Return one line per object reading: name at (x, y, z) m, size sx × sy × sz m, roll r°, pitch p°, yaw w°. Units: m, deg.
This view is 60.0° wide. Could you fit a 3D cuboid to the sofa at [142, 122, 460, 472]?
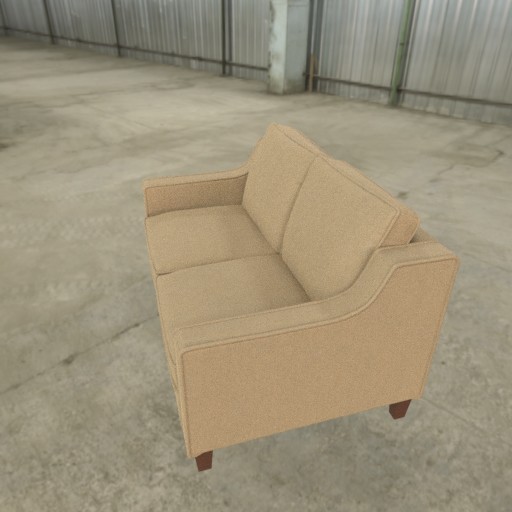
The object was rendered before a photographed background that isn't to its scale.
sofa at (0.000, 0.000, 2.140) m, size 0.987 × 0.971 × 1.501 m, roll -9°, pitch 32°, yaw -14°
